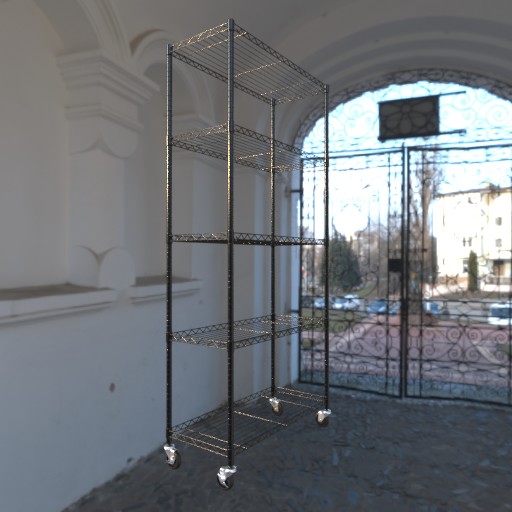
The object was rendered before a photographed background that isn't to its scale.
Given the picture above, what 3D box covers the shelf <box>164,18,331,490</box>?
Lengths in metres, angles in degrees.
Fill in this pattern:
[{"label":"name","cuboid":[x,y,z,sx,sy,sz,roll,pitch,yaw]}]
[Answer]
[{"label":"shelf","cuboid":[0.000,0.000,1.928,0.356,1.645,0.762,0,0,36]}]
